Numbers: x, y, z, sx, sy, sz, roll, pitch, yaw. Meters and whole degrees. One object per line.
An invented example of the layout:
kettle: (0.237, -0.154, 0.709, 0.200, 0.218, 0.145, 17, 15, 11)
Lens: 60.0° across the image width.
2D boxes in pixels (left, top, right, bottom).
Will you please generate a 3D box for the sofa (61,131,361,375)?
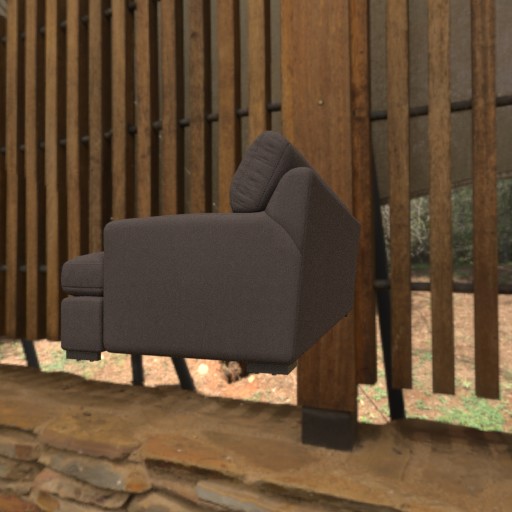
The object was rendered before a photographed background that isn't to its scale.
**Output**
sofa: (0.000, 0.000, 2.818, 1.140, 0.950, 2.271, 0, -1, 18)
